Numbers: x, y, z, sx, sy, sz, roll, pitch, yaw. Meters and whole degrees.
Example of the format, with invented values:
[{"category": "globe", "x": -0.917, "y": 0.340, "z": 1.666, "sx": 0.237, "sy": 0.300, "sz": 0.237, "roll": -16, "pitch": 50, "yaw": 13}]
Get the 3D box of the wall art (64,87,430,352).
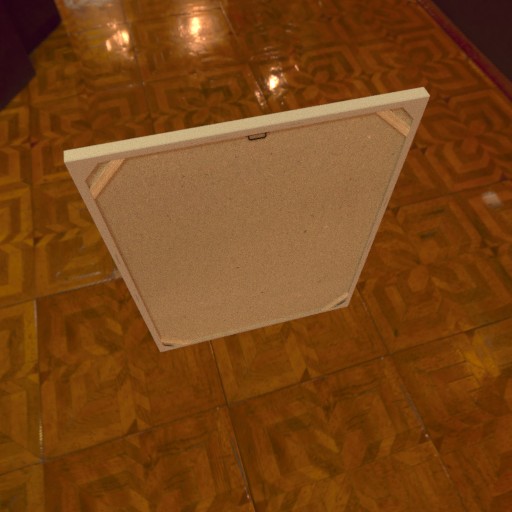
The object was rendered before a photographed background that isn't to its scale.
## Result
[{"category": "wall art", "x": 0.000, "y": 0.000, "z": 1.591, "sx": 0.914, "sy": 1.212, "sz": 0.038, "roll": -13, "pitch": 58, "yaw": -8}]
